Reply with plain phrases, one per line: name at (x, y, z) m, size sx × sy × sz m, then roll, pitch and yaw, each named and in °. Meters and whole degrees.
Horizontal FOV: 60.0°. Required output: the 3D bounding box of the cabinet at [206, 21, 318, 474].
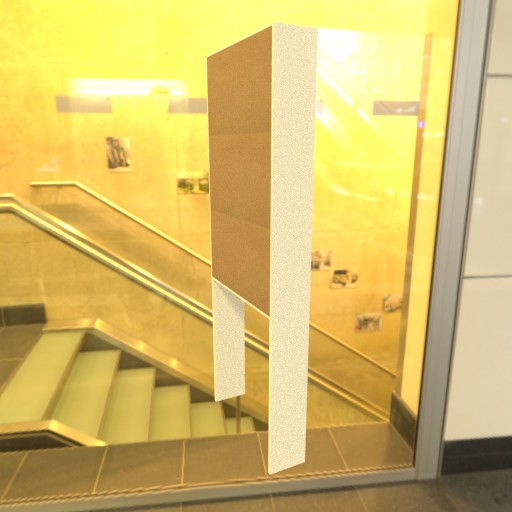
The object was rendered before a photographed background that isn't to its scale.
cabinet at (0.000, 0.000, 2.007) m, size 0.192 × 1.770 × 0.643 m, roll -7°, pitch 16°, yaw -26°
